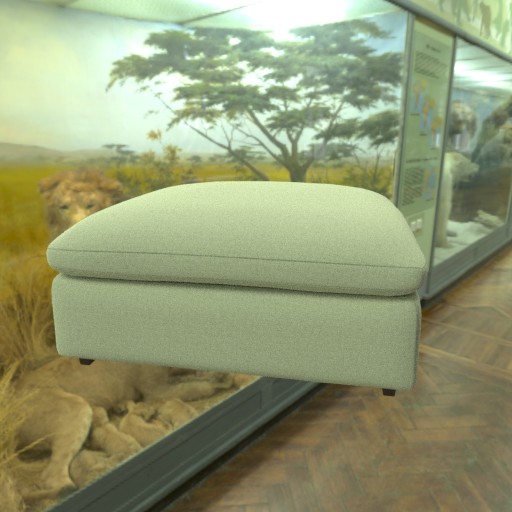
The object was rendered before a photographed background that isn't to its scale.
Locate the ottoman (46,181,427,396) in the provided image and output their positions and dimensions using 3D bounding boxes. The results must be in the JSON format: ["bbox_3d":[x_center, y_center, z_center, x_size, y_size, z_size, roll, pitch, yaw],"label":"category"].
[{"bbox_3d":[0.000,0.000,1.535,0.977,0.467,0.996,3,16,10],"label":"ottoman"}]
